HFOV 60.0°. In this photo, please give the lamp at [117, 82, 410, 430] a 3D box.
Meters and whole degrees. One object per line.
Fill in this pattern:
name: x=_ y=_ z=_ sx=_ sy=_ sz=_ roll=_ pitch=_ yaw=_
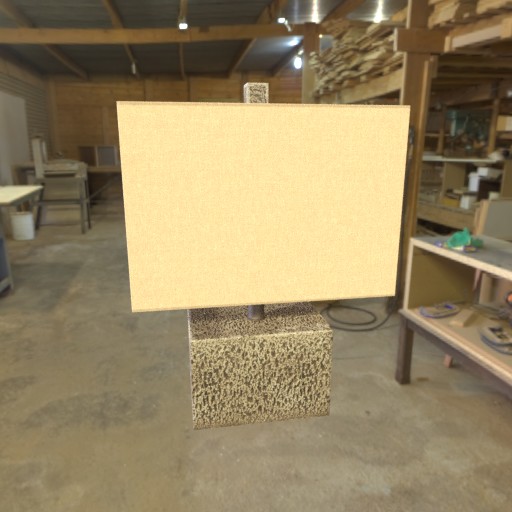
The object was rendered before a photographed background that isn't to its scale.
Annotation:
lamp: x=0.000 y=0.000 z=0.565 sx=0.294 sy=0.411 sz=0.180 roll=-3 pitch=15 yaw=-10
